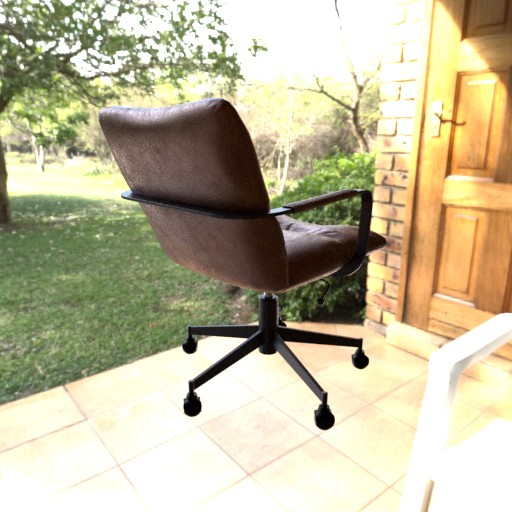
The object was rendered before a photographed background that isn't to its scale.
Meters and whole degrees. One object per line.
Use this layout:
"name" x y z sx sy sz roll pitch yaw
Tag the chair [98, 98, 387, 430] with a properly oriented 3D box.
"chair" 0.000 0.000 1.450 0.754 0.922 0.727 -15 21 -43
